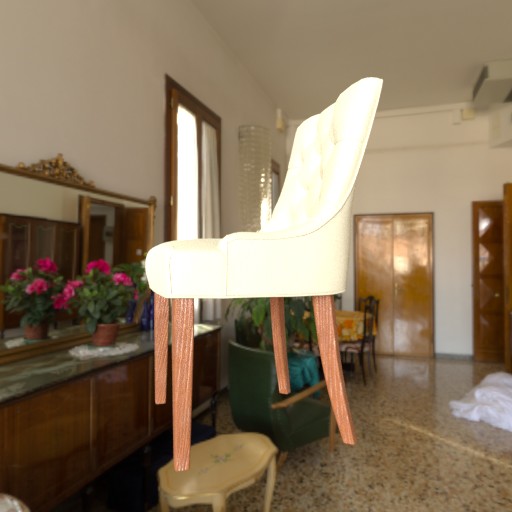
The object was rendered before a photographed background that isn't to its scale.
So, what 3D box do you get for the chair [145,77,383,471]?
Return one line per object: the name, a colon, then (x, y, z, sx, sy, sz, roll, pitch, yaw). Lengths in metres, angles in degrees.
chair: (0.000, 0.000, 1.191, 0.565, 0.874, 0.509, 0, -1, -18)
